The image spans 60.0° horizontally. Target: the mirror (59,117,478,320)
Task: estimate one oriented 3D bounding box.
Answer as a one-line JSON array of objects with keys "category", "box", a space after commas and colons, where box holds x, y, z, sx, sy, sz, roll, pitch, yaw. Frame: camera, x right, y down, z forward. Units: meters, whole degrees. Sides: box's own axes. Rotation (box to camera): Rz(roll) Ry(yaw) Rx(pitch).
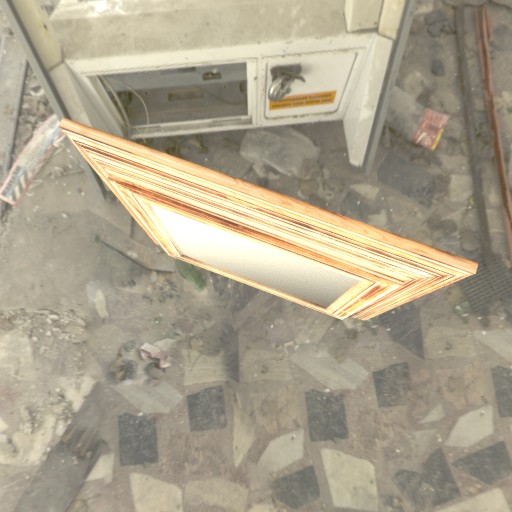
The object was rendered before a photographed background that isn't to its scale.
[{"category": "mirror", "box": [0.000, 0.000, 1.188, 0.804, 0.804, 0.061, 20, 77, 5]}]
